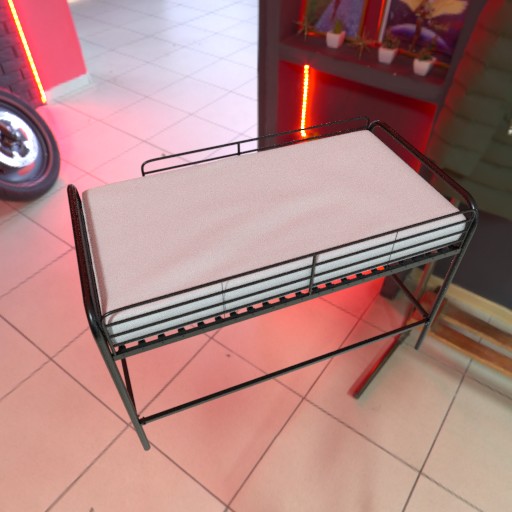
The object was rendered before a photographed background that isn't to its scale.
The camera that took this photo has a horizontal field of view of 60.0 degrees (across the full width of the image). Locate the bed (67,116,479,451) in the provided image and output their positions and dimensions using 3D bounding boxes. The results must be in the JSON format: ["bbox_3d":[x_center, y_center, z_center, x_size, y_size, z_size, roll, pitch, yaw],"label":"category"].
[{"bbox_3d":[0.000,0.000,2.889,1.968,1.289,1.393,-15,47,-15],"label":"bed"}]
